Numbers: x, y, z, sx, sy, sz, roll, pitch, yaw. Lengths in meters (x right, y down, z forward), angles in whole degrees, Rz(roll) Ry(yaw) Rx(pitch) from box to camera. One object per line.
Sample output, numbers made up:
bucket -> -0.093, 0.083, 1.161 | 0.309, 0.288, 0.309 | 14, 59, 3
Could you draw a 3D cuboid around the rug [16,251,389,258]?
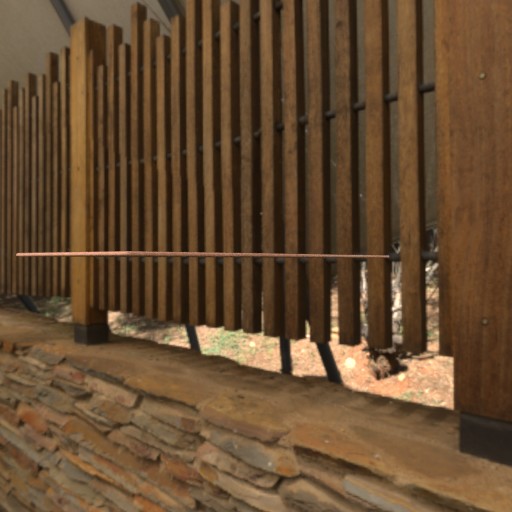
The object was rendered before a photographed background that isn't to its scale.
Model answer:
rug -> 0.000, 0.000, 2.637 | 0.760, 0.015, 2.435 | 0, -1, 37
